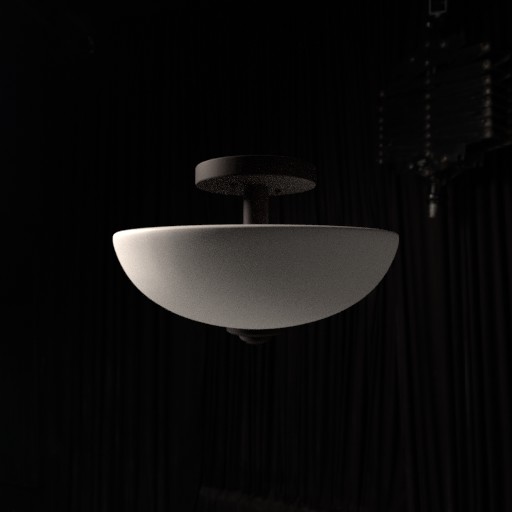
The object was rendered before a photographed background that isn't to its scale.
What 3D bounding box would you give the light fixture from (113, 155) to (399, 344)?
[{"bbox_3d":[0.000,0.000,0.539,0.331,0.212,0.331,0,-1,0],"label":"light fixture"}]
